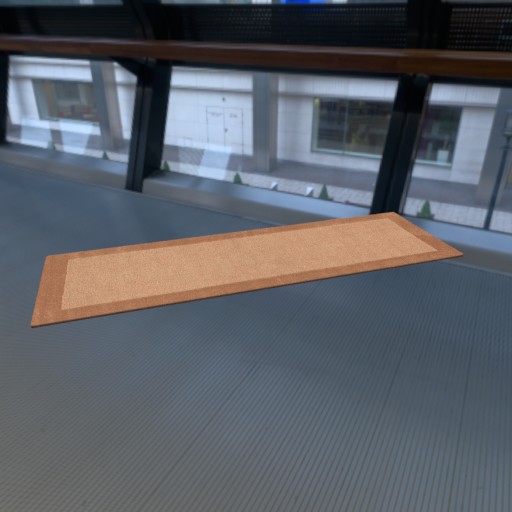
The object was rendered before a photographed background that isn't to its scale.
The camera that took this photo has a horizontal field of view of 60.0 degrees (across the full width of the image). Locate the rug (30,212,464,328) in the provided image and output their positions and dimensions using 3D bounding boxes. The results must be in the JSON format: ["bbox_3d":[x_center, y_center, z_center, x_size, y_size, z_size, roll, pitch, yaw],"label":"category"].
[{"bbox_3d":[0.000,0.000,2.706,2.439,0.017,0.764,-8,28,-16],"label":"rug"}]
